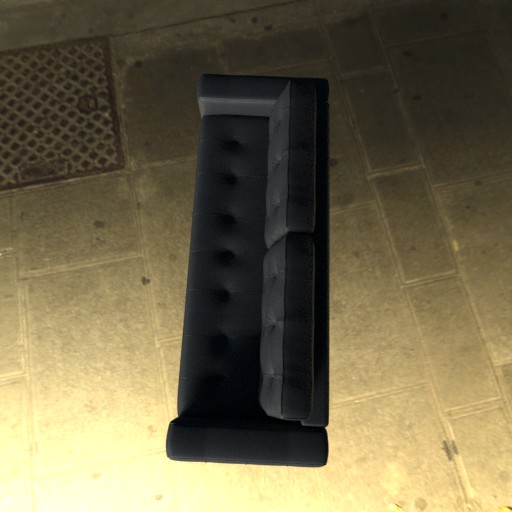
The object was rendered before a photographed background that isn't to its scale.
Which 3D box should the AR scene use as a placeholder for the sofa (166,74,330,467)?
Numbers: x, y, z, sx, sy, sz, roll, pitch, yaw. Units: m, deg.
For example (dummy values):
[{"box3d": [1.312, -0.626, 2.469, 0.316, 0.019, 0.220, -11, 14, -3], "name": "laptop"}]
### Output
[{"box3d": [0.000, 0.000, 2.676, 0.833, 0.893, 2.275, 2, 75, 1], "name": "sofa"}]
